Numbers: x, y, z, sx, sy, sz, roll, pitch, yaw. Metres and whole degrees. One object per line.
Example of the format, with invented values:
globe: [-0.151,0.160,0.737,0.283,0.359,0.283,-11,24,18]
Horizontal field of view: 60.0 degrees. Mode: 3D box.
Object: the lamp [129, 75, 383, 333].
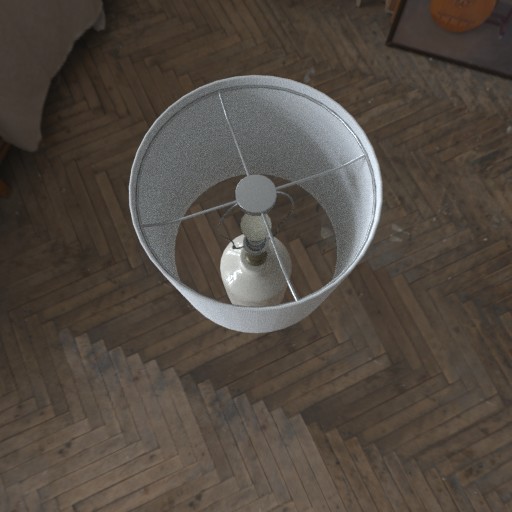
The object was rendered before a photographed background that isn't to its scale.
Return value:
lamp: [0.000,0.000,0.583,0.207,0.461,0.207,-18,76,-5]
